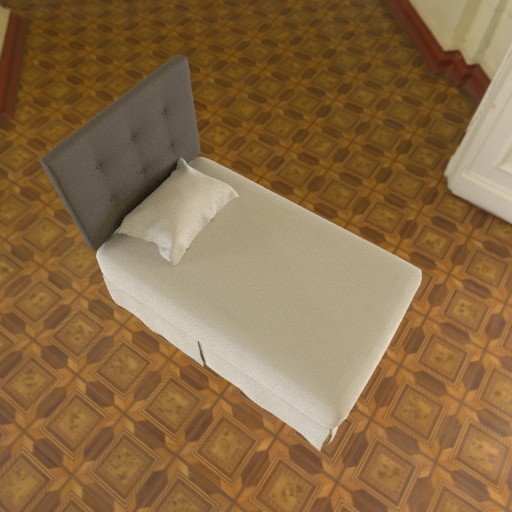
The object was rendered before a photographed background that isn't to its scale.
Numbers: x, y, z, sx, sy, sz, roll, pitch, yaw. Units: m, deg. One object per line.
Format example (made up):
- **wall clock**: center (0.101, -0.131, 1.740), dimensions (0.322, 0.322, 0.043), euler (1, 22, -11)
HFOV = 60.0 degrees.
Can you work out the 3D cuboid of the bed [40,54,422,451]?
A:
- **bed**: center (0.000, 0.000, 2.898), dimensions (1.997, 1.571, 1.261), euler (30, 62, 18)
